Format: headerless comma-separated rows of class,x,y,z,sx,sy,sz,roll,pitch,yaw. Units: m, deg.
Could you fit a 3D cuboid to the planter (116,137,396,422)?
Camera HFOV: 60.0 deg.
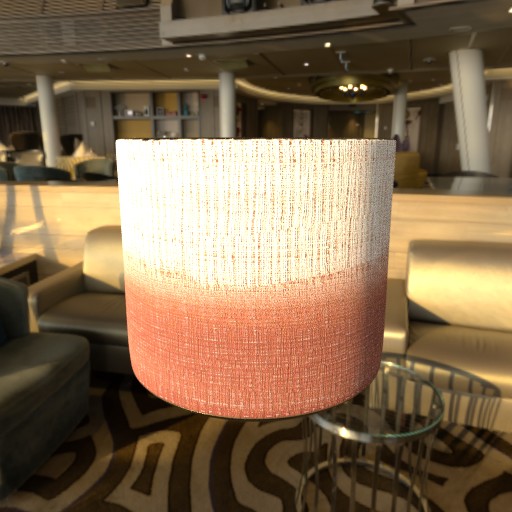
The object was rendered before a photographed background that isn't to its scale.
planter,0.000,0.000,0.308,0.178,0.157,0.178,0,14,0
